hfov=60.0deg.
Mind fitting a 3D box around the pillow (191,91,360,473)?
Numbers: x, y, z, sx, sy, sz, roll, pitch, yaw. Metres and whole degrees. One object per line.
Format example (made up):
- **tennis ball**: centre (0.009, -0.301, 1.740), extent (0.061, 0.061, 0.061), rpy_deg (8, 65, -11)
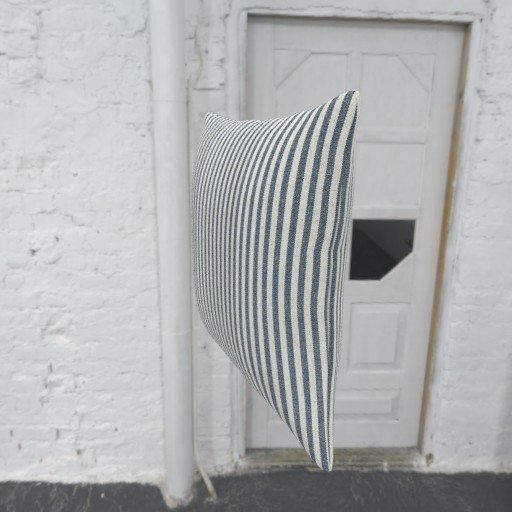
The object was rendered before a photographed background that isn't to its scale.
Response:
- **pillow**: centre (0.000, 0.000, 0.789), extent (0.166, 0.510, 0.523), rpy_deg (-7, 17, -24)
